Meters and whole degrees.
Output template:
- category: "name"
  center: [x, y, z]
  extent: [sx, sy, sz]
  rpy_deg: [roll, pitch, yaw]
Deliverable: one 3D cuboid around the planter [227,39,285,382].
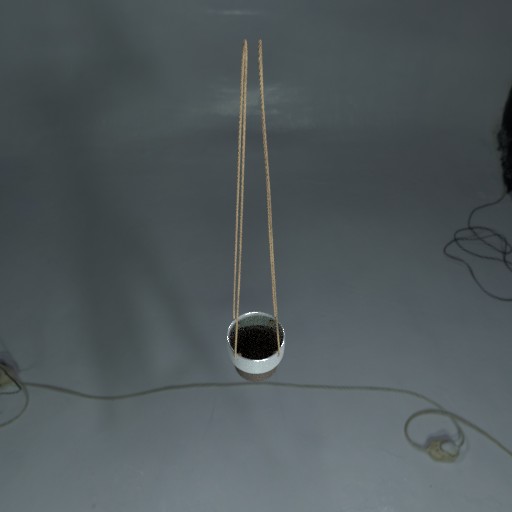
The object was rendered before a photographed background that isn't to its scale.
- category: "planter"
  center: [0.000, 0.000, 1.142]
  extent: [0.187, 1.073, 0.187]
  rpy_deg: [-3, 47, -3]
